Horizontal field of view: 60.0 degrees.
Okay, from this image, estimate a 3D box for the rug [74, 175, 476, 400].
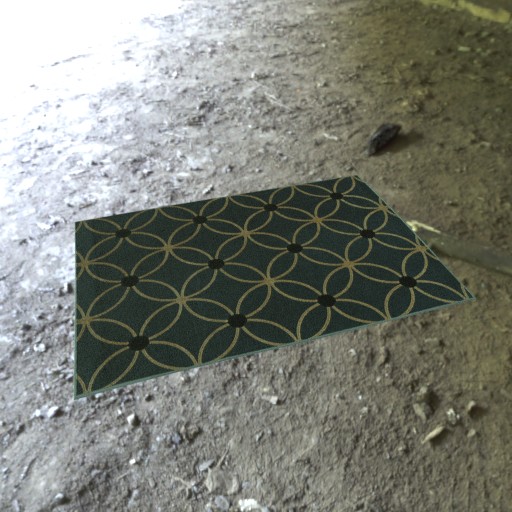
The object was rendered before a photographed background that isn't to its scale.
[{"bbox_3d":[0.000,0.000,2.918,2.284,0.008,1.522,-11,41,-13],"label":"rug"}]
